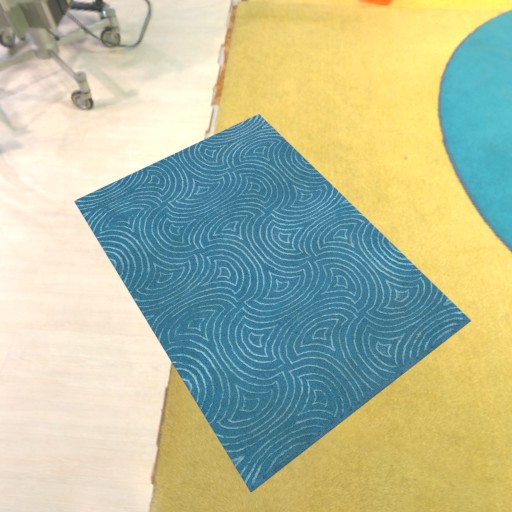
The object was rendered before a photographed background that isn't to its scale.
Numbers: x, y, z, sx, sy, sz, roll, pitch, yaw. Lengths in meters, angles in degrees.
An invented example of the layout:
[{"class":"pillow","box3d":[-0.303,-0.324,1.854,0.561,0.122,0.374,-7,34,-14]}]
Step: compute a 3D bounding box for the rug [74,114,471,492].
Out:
[{"class":"rug","box3d":[0.000,0.000,2.796,1.543,0.015,2.144,-30,63,-18]}]
